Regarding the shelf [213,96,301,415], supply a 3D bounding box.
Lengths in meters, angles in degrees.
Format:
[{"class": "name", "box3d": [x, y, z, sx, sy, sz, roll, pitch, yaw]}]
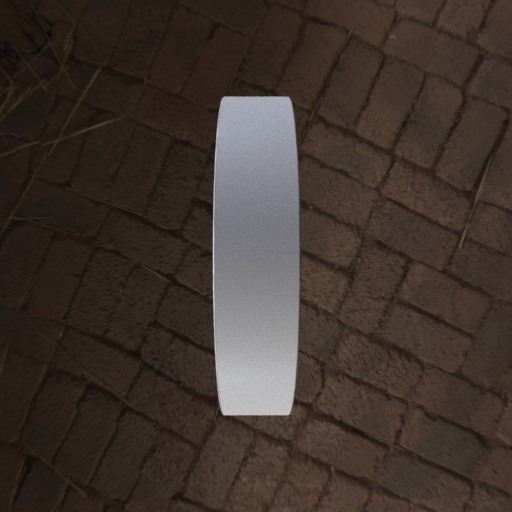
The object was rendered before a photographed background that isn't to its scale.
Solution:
[{"class": "shelf", "box3d": [0.000, 0.000, 1.193, 0.158, 0.807, 0.806, 0, 89, 0]}]
